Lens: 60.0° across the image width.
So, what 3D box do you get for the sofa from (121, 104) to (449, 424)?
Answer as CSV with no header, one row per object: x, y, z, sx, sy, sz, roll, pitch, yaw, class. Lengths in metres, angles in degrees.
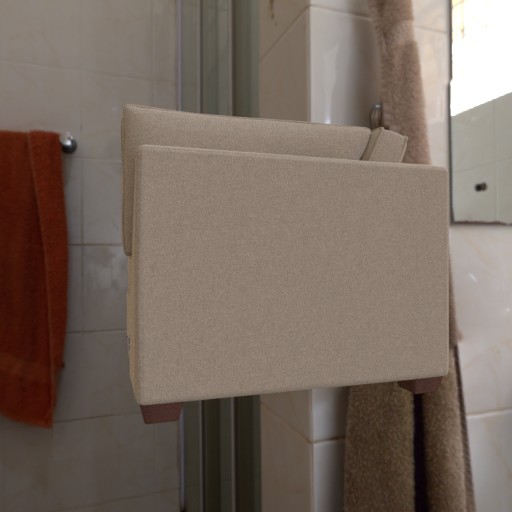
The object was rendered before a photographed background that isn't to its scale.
0.000,0.000,1.946,1.146,1.002,1.084,0,0,-18,sofa
